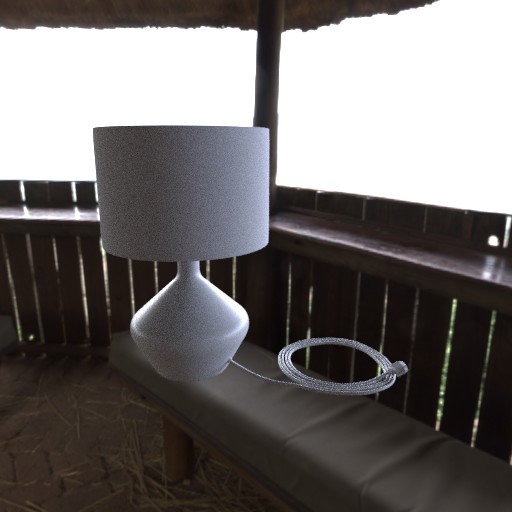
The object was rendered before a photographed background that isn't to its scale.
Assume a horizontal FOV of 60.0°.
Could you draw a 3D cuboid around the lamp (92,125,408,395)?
[{"bbox_3d":[0.000,0.000,0.826,0.546,0.457,0.401,7,16,27],"label":"lamp"}]
